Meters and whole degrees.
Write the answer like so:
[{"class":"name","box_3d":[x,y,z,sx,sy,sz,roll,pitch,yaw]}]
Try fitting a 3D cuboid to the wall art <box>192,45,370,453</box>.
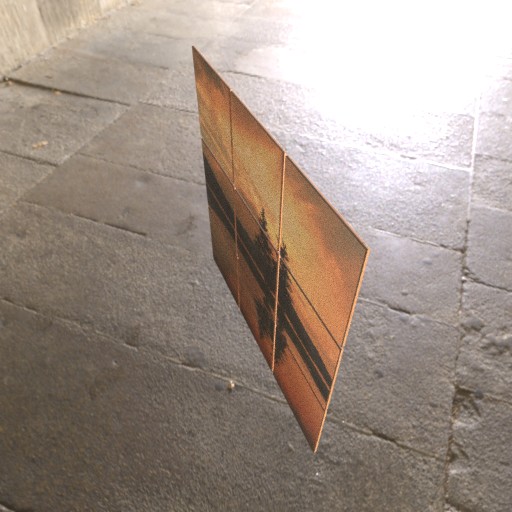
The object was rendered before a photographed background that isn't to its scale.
[{"class":"wall art","box_3d":[0.000,0.000,1.794,0.013,1.218,1.216,-18,49,-16]}]
